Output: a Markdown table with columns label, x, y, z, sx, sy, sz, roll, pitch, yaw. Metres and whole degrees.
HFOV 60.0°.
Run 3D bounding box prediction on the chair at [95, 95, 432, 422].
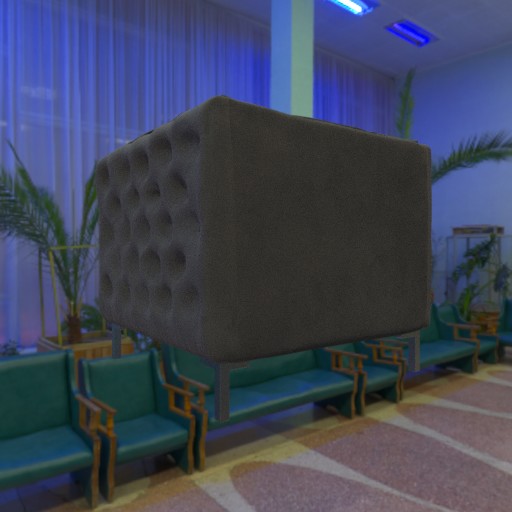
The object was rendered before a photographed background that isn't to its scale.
| label | x | y | z | sx | sy | sz | roll | pitch | yaw |
| --- | --- | --- | --- | --- | --- | --- | --- | --- | --- |
| chair | 0.000 | 0.000 | 1.644 | 0.946 | 0.807 | 0.913 | 0 | 0 | -36 |
